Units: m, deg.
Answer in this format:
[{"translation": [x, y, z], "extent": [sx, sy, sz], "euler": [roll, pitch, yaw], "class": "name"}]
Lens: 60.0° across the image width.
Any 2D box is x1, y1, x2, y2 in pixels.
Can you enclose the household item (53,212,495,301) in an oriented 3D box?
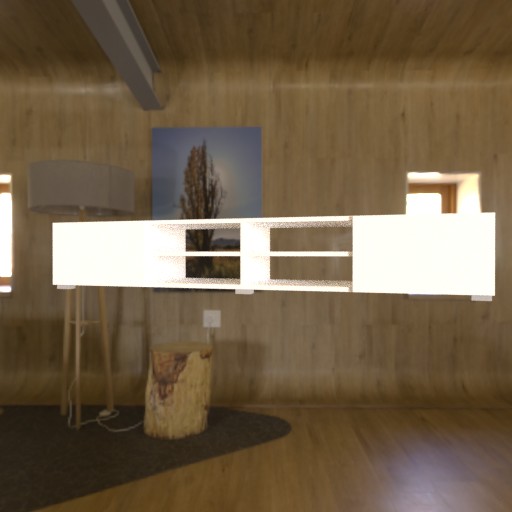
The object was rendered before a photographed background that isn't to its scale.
[{"translation": [0.000, 0.000, 1.996], "extent": [1.850, 0.310, 0.420], "euler": [0, 0, 17], "class": "household item"}]
